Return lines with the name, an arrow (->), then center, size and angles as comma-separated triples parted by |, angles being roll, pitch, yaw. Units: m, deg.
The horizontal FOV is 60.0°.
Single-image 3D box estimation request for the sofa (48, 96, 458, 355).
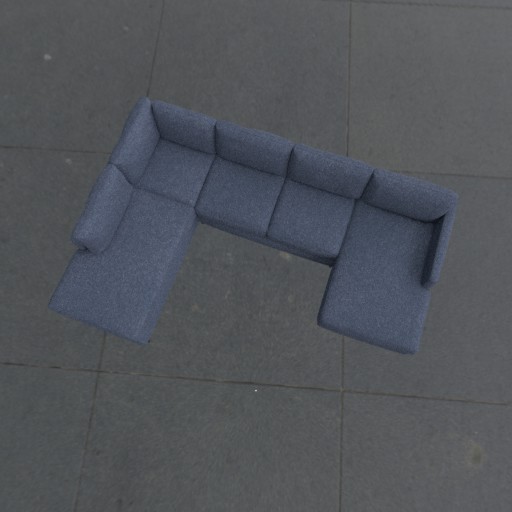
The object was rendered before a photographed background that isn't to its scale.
sofa -> 0.000, 0.000, 3.744 | 2.956, 0.813, 2.007 | 19, 74, 6
